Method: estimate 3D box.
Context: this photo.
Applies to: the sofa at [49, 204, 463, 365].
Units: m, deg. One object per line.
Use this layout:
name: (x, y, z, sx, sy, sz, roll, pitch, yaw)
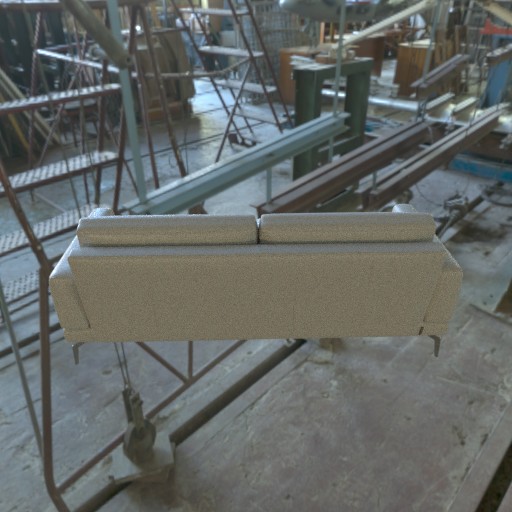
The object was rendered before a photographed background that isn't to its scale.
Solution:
sofa: (0.000, 0.000, 2.449, 1.940, 0.765, 0.974, -1, 31, -1)
